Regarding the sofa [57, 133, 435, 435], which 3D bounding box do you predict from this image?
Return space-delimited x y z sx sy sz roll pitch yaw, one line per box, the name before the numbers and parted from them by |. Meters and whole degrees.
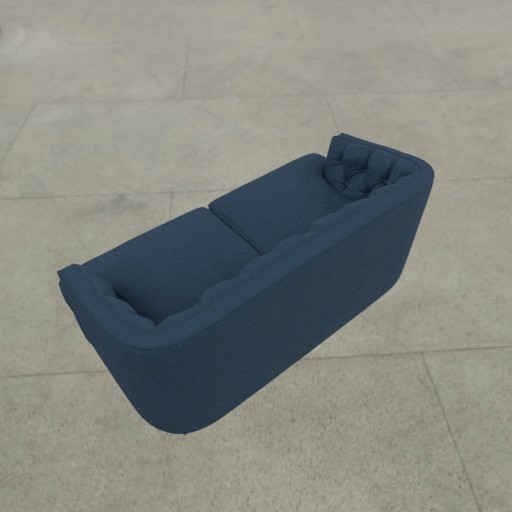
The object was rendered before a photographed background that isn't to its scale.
sofa | 0.000 0.000 2.257 1.733 0.854 0.941 -30 53 -26
